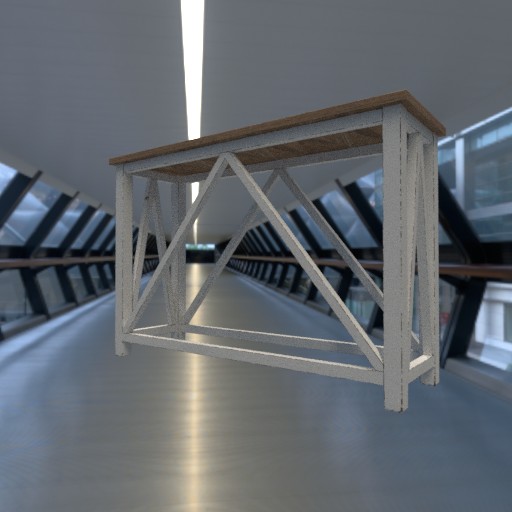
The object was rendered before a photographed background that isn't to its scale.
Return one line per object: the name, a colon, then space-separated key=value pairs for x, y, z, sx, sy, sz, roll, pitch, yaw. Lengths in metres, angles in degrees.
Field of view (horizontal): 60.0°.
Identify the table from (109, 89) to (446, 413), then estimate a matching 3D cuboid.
table: x=0.000 y=0.000 z=1.852 sx=1.400 sy=0.930 sz=0.450 roll=-1 pitch=-1 yaw=37
